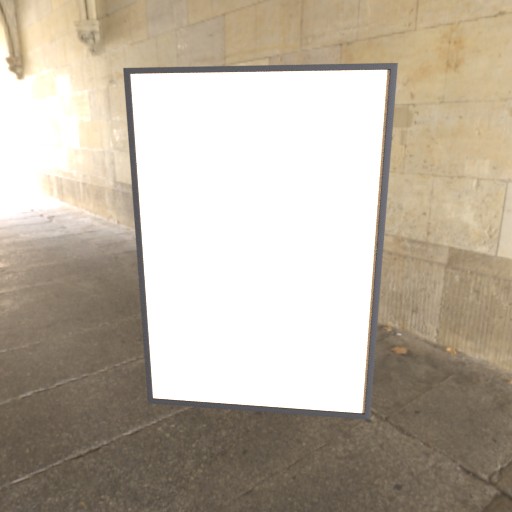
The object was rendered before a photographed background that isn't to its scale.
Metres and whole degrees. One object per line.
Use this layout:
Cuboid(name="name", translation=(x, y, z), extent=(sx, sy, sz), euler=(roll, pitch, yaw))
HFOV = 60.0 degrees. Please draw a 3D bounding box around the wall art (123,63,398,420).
Cuboid(name="wall art", translation=(0.000, 0.000, 0.826), extent=(0.457, 0.657, 0.013), euler=(2, 16, 7))
